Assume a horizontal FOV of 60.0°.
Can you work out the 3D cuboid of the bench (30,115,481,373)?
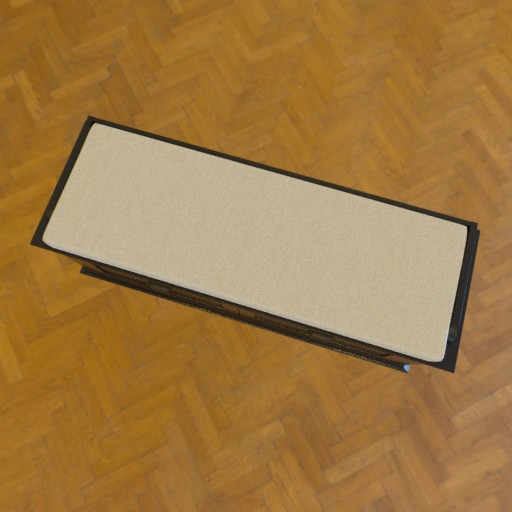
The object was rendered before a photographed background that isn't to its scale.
[{"bbox_3d":[0.000,0.000,1.422,1.185,0.501,0.402,16,76,4],"label":"bench"}]
